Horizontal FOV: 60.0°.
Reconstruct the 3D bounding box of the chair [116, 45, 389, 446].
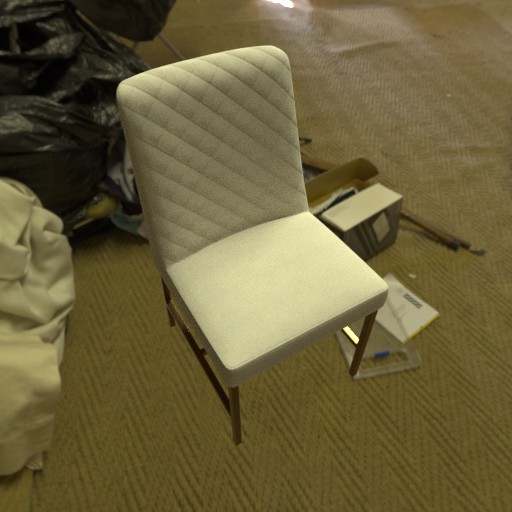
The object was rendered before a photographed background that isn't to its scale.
[{"bbox_3d":[0.000,0.000,1.274,0.503,0.933,0.597,-23,51,-21],"label":"chair"}]
